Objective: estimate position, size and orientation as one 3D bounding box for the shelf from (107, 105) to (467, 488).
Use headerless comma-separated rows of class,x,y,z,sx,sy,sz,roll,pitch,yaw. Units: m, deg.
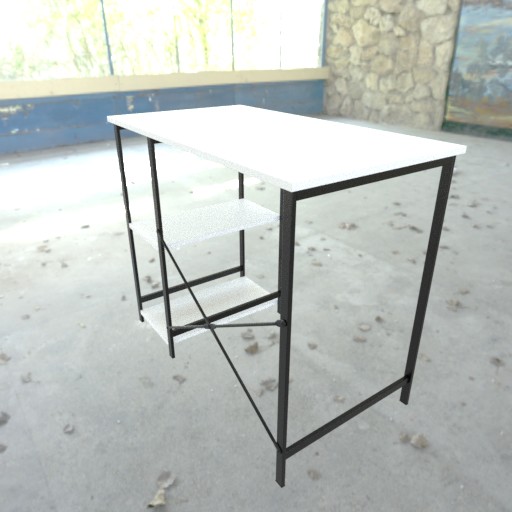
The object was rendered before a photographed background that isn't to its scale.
shelf,0.000,0.000,1.338,0.498,0.750,0.902,-17,30,-31
